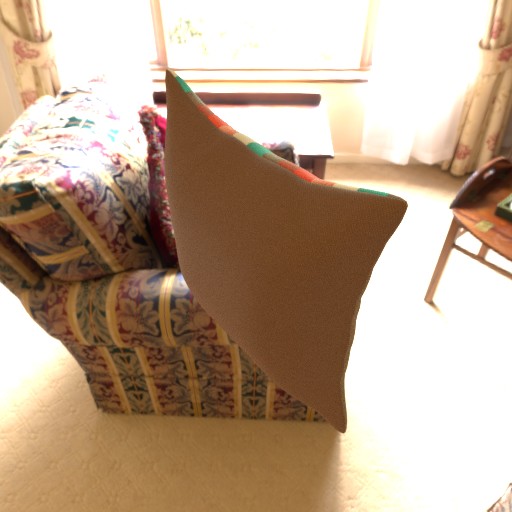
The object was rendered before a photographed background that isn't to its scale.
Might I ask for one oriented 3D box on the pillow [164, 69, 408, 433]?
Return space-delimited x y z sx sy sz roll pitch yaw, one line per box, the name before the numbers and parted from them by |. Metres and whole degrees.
pillow | 0.000 0.000 0.685 0.168 0.443 0.453 -27 48 -27
